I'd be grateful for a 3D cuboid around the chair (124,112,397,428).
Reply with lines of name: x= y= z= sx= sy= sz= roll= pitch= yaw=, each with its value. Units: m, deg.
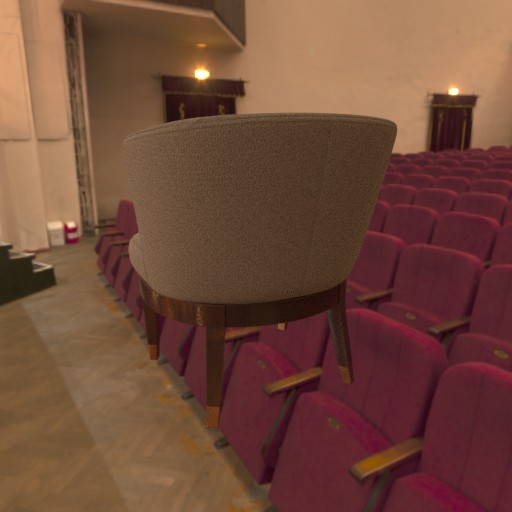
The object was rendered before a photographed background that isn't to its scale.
chair: x=0.000 y=0.000 z=1.288 sx=0.700 sy=0.760 sz=0.660 roll=-8 pitch=16 yaw=-27
